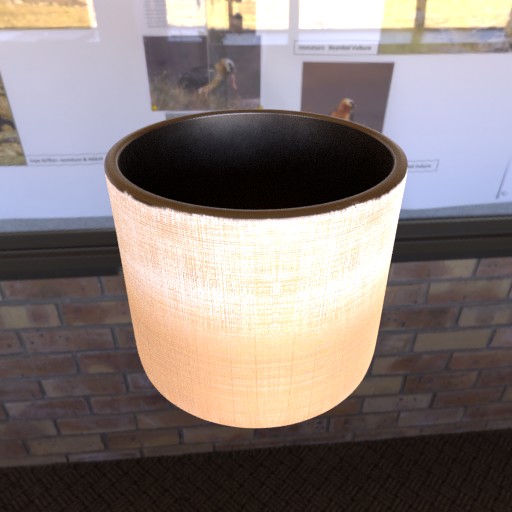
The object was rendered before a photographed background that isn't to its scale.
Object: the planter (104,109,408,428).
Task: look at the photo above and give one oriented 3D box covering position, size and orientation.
[{"bbox_3d":[0.000,0.000,0.436,0.254,0.221,0.254,0,33,0],"label":"planter"}]
